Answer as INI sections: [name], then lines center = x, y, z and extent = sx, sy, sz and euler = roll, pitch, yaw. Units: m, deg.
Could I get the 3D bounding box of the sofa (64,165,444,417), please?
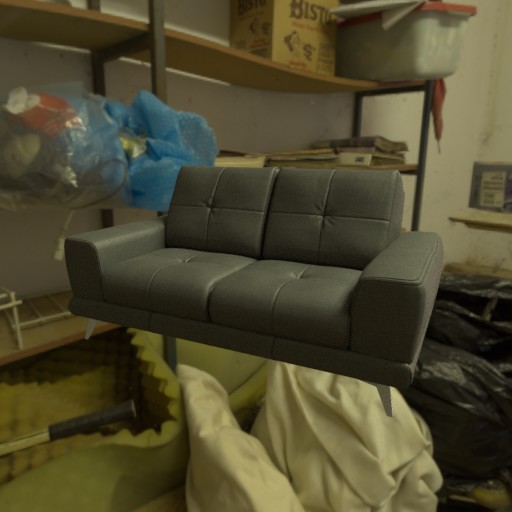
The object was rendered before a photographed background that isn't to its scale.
[sofa]
center = 0.000, 0.000, 2.360
extent = 1.806, 0.907, 1.018
euler = 7, 16, 25
